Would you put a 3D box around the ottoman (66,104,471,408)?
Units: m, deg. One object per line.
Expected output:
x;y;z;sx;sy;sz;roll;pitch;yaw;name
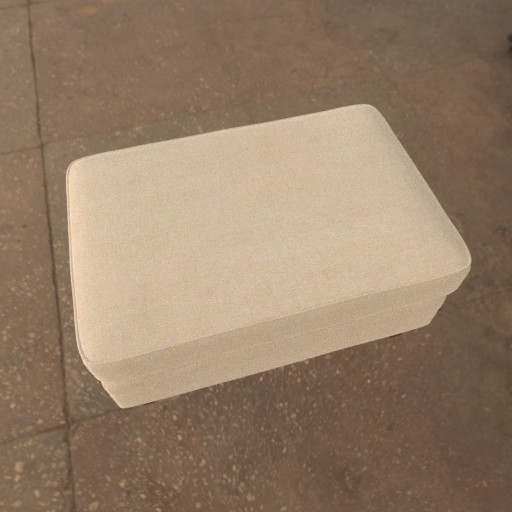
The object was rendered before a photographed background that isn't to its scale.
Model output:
0.000;0.000;1.211;0.862;0.484;0.583;-13;58;-9;ottoman
